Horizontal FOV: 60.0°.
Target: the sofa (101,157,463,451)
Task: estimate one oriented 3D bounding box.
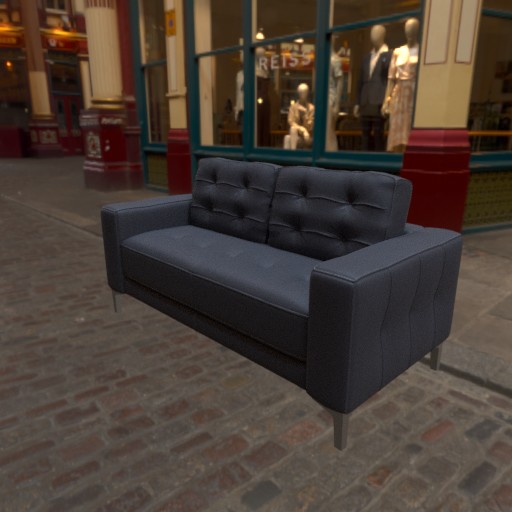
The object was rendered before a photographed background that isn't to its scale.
[{"bbox_3d":[0.000,0.000,2.229,0.833,0.893,1.726,-16,23,-42],"label":"sofa"}]
